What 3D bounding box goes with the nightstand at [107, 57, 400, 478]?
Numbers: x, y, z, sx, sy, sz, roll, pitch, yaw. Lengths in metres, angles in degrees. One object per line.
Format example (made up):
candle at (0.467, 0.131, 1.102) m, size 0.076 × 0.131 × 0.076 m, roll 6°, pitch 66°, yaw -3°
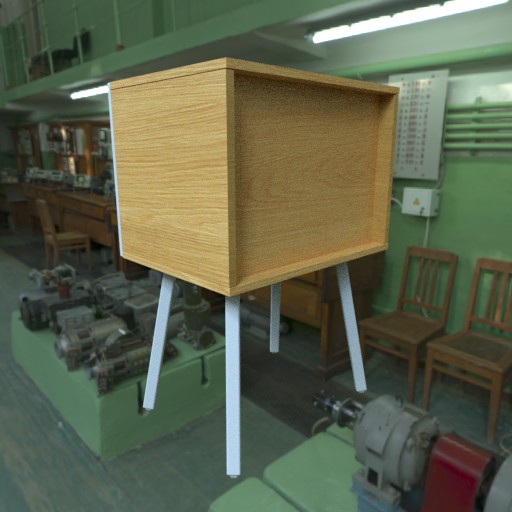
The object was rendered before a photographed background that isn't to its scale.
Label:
nightstand at (0.000, 0.000, 0.831) m, size 0.400 × 0.601 × 0.316 m, roll -13°, pitch 19°, yaw -42°
